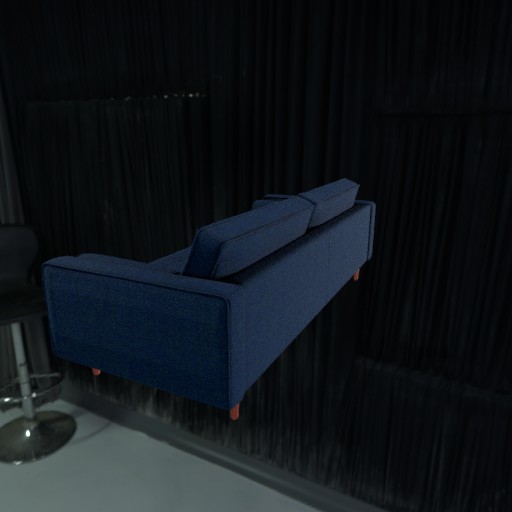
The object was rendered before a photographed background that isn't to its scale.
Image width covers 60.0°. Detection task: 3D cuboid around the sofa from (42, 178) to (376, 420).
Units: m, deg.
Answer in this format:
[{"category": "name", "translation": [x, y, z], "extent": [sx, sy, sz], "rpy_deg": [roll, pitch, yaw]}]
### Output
[{"category": "sofa", "translation": [0.000, 0.000, 2.611], "extent": [0.914, 0.762, 2.210], "rpy_deg": [8, 18, 26]}]
